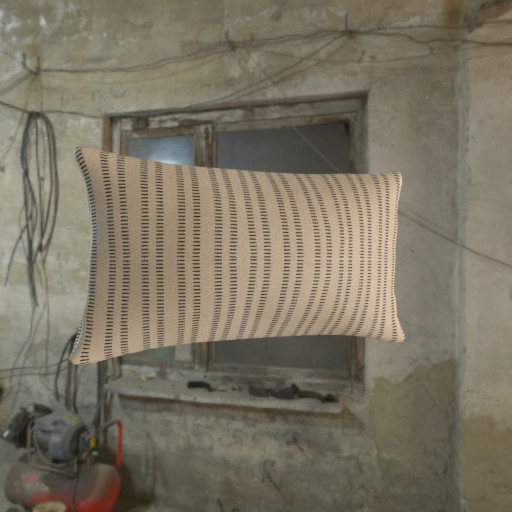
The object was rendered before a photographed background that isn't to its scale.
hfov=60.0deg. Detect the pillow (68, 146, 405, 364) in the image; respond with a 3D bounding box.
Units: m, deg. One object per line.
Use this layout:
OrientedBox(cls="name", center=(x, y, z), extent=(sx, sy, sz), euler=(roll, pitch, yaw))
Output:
OrientedBox(cls="pillow", center=(0.000, 0.000, 0.822), extent=(0.640, 0.353, 0.210), euler=(0, 0, -20))
